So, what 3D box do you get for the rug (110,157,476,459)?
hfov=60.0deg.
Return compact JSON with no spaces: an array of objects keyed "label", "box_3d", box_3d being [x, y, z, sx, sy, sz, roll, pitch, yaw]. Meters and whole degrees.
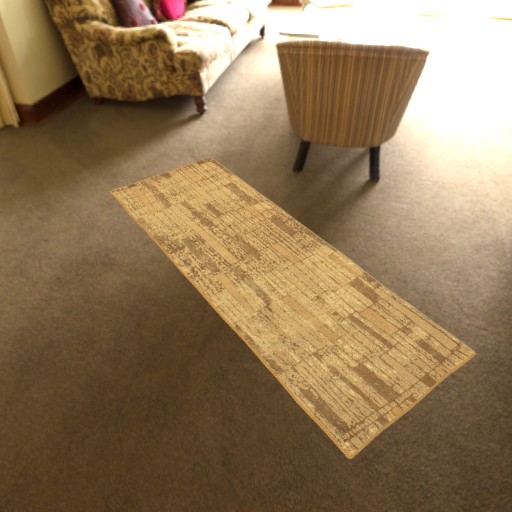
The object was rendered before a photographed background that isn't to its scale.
[{"label":"rug","box_3d":[0.000,0.000,2.639,0.857,0.018,2.383,-26,47,-27]}]
